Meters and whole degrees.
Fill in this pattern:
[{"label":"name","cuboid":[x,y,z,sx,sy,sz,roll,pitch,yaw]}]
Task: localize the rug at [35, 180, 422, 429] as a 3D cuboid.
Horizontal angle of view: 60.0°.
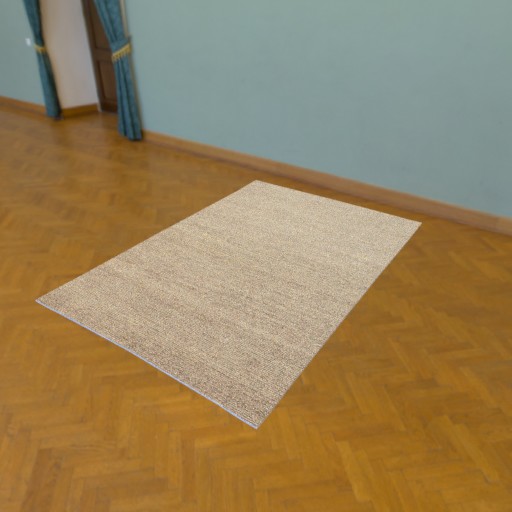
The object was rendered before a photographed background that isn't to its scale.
[{"label":"rug","cuboid":[0.000,0.000,3.091,1.609,0.030,2.342,20,37,29]}]
